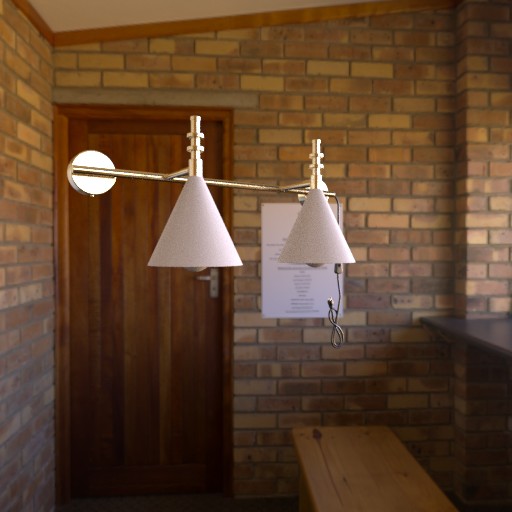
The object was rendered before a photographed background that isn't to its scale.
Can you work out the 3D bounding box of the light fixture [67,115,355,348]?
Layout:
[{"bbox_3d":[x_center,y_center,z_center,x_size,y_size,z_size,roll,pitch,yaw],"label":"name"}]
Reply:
[{"bbox_3d":[0.000,0.000,0.865,0.642,0.468,0.239,-1,1,-35],"label":"light fixture"}]
